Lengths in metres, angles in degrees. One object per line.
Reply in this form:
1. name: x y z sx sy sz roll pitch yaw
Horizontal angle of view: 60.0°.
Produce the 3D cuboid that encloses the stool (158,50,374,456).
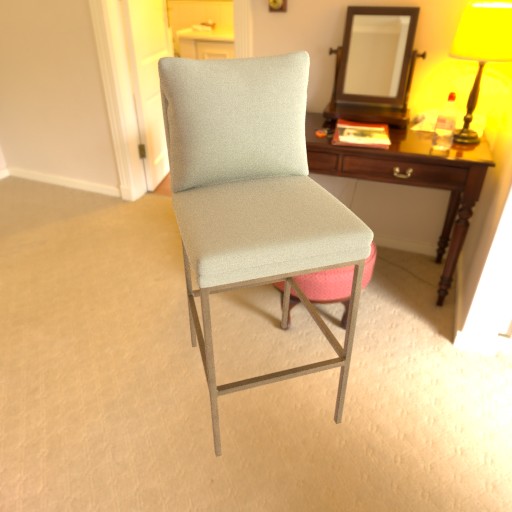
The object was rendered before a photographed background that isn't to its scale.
1. stool: 0.000 0.000 1.398 0.463 1.125 0.572 -9 34 -14
